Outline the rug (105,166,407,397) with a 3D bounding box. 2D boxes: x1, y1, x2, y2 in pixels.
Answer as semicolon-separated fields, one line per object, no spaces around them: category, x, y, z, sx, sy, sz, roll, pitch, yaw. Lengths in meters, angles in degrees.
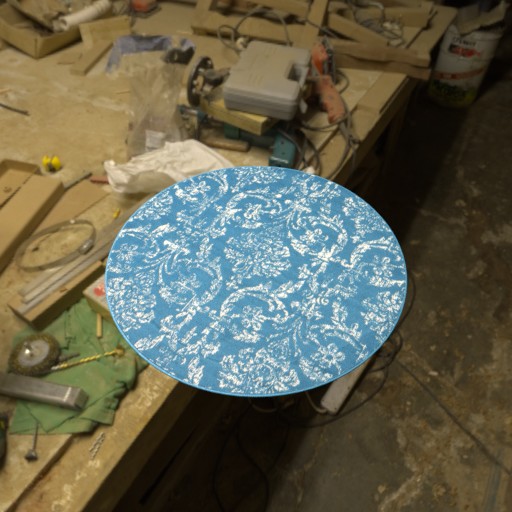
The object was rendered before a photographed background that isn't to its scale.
rug;0.000;0.000;2.394;1.593;0.012;1.593;0;48;0
